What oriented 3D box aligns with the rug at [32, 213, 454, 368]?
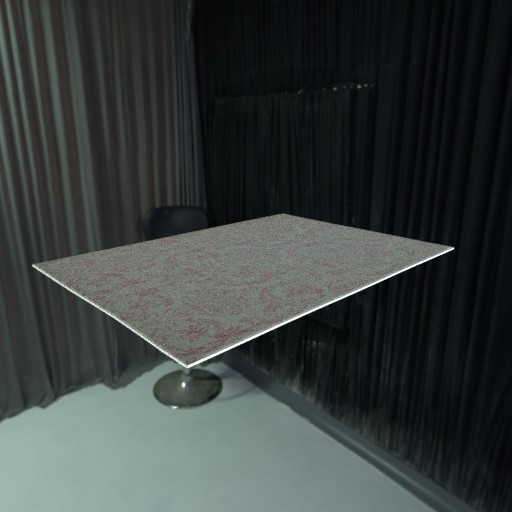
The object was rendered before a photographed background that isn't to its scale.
[{"bbox_3d":[0.000,0.000,2.840,2.202,0.014,1.598,-16,23,-41],"label":"rug"}]
